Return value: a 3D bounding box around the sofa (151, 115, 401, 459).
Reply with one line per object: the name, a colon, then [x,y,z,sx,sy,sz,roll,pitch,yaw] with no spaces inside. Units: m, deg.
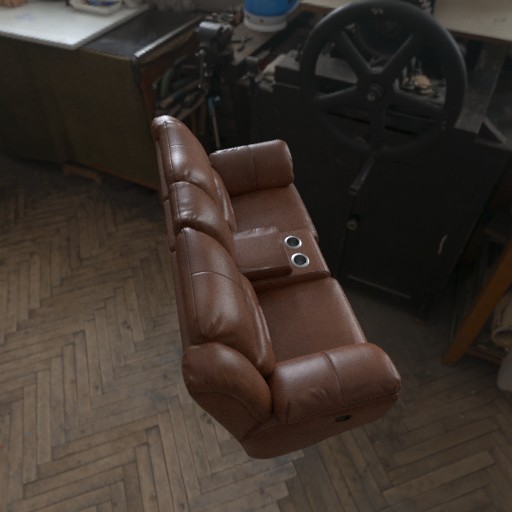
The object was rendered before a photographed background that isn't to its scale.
sofa: [0.000,0.000,2.651,0.991,1.043,2.058,-10,48,-9]
